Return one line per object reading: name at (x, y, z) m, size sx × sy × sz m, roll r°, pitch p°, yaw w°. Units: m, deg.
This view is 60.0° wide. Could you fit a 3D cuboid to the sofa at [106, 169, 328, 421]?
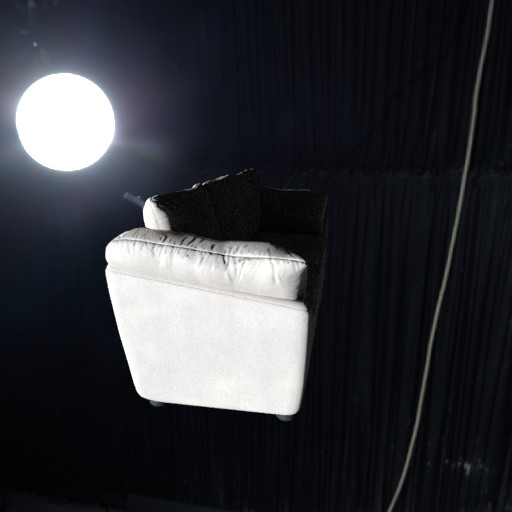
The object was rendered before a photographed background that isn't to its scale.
sofa at (0.000, 0.000, 2.877) m, size 0.878 × 0.996 × 2.334 m, roll 3°, pitch 15°, yaw 10°
